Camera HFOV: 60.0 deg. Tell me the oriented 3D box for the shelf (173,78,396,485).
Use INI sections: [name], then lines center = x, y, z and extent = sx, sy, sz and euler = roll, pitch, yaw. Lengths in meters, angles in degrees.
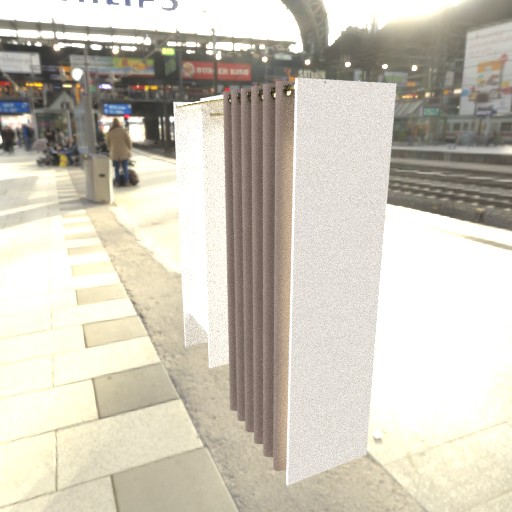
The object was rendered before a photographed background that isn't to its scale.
[shelf]
center = 0.000, 0.000, 2.656
extent = 0.500, 1.820, 1.600
euler = -8, 17, -25
